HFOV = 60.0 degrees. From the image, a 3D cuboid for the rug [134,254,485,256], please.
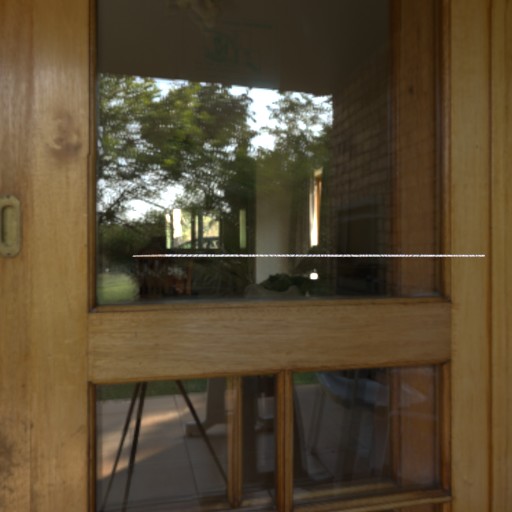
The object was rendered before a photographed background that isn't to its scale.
[{"bbox_3d":[0.000,0.000,3.047,1.519,0.007,2.428,0,0,-18],"label":"rug"}]
